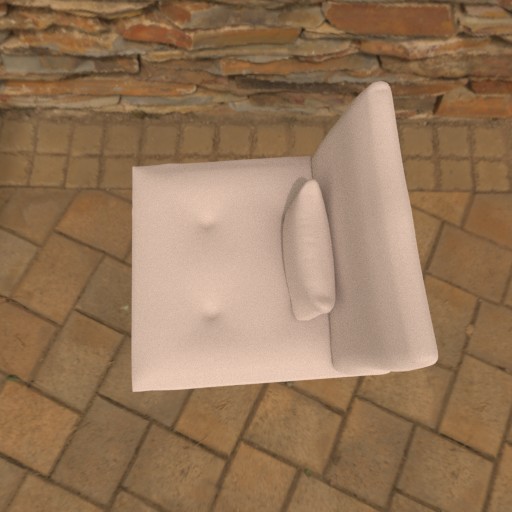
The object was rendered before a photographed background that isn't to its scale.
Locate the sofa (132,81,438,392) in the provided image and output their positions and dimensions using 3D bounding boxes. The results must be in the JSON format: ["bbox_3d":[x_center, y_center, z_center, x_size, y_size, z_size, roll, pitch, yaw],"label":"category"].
[{"bbox_3d":[0.000,0.000,1.683,1.000,0.828,0.935,-4,74,-1],"label":"sofa"}]
